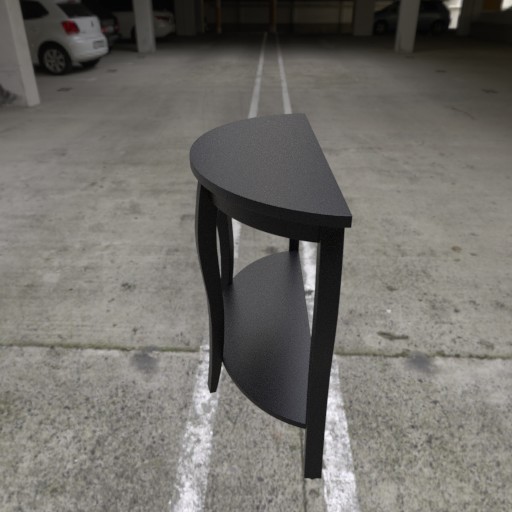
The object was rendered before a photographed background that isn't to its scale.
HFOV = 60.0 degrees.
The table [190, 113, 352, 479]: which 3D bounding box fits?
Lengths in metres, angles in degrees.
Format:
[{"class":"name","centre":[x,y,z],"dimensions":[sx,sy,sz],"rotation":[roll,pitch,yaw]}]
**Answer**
[{"class":"table","centre":[0.000,0.000,1.555],"dimensions":[0.394,0.780,1.219],"rotation":[1,26,1]}]
